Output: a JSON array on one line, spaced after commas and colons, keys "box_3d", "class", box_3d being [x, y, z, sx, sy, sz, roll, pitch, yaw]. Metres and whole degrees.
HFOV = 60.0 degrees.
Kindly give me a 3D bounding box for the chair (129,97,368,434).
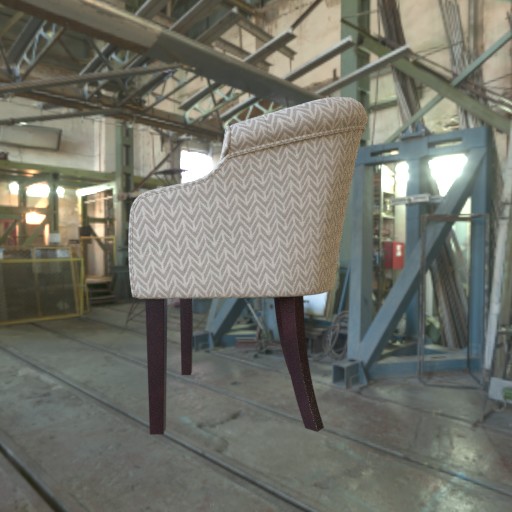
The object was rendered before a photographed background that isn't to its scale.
[{"box_3d": [0.000, 0.000, 1.333, 0.613, 0.858, 0.686, 0, 2, -1], "class": "chair"}]
